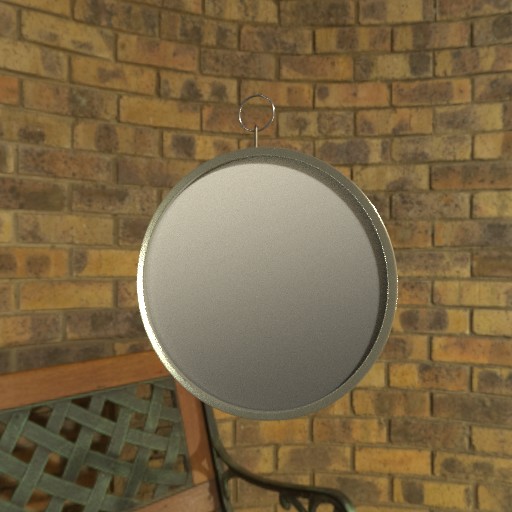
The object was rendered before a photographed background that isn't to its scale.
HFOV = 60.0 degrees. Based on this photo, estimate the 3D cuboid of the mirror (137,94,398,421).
[{"bbox_3d":[0.000,0.000,0.975,0.594,0.713,0.020,0,-1,18],"label":"mirror"}]
